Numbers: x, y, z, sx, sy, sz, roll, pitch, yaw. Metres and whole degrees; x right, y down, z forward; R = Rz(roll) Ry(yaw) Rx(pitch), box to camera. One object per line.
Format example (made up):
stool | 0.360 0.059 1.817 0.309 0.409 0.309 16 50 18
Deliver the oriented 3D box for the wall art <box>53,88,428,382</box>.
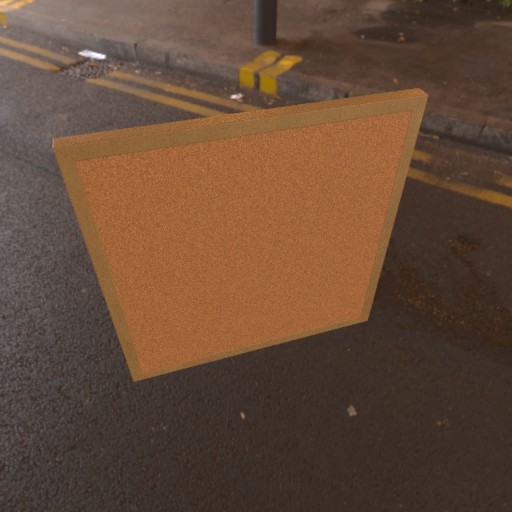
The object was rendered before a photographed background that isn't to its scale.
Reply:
wall art | 0.000 0.000 1.136 0.763 0.763 0.037 -12 44 -13
